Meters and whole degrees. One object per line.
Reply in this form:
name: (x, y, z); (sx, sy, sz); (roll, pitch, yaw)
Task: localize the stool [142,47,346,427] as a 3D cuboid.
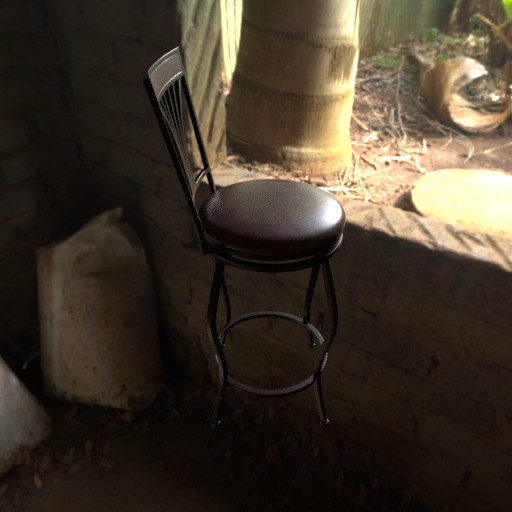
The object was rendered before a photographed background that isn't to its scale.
stool: (0.000, 0.000, 1.361); (0.514, 1.117, 0.433); (0, 33, -1)
